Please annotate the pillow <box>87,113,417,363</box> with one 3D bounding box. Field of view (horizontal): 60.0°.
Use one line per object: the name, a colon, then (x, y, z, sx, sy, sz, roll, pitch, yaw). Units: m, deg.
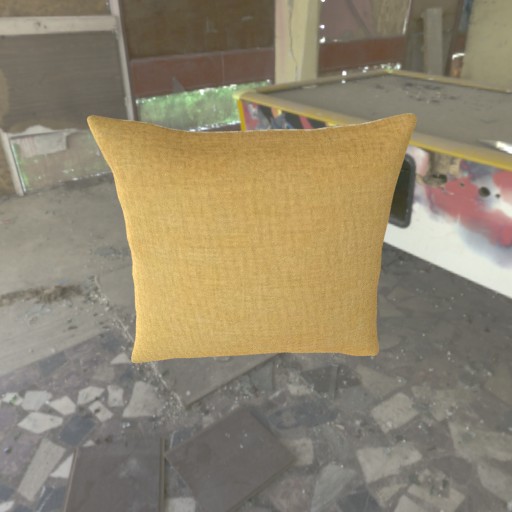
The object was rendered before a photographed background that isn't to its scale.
pillow: (0.000, 0.000, 0.652, 0.419, 0.407, 0.173, -1, 30, -2)
